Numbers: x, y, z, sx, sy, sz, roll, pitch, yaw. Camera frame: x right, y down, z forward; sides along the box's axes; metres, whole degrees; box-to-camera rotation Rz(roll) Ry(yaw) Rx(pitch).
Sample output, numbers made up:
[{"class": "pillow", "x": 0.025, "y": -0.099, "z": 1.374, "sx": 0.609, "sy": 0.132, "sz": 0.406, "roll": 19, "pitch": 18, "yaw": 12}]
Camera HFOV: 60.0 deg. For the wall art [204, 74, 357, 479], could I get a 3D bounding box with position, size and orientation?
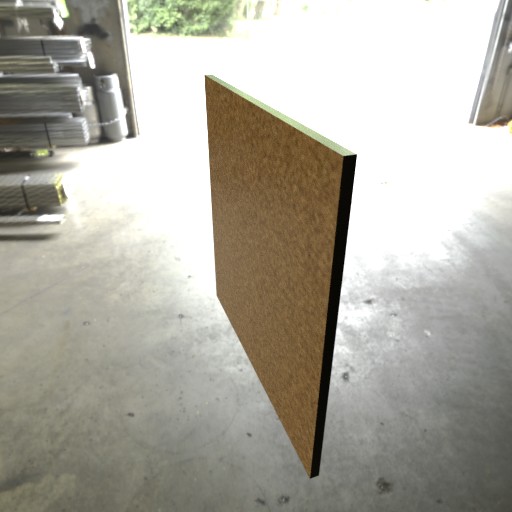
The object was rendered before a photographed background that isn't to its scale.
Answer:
[{"class": "wall art", "x": 0.000, "y": 0.000, "z": 0.661, "sx": 0.014, "sy": 0.445, "sz": 0.446, "roll": -11, "pitch": 33, "yaw": -18}]
